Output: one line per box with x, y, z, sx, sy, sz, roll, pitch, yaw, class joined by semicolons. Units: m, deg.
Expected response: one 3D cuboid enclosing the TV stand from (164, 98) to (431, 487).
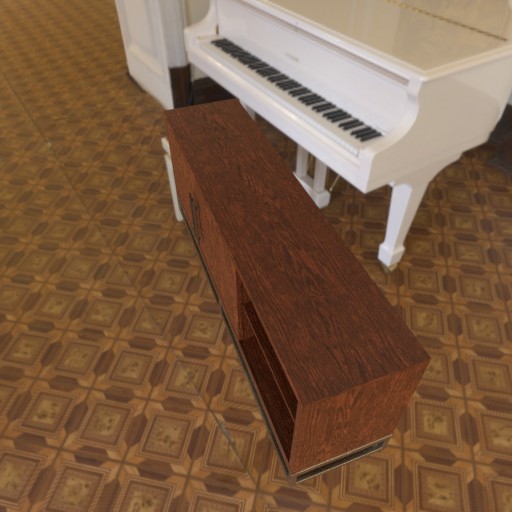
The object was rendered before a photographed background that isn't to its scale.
0.000;0.000;1.793;0.382;0.578;1.541;-15;47;-14;TV stand
